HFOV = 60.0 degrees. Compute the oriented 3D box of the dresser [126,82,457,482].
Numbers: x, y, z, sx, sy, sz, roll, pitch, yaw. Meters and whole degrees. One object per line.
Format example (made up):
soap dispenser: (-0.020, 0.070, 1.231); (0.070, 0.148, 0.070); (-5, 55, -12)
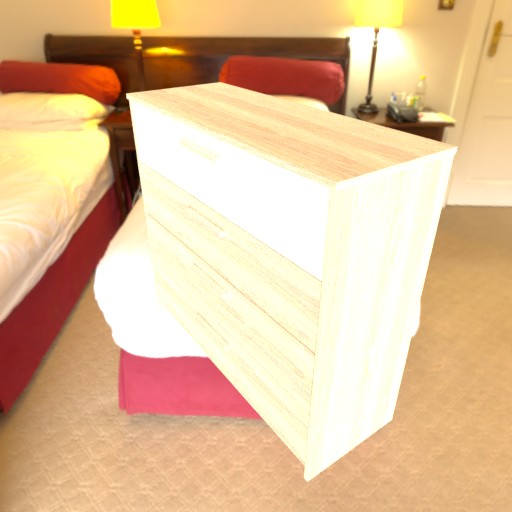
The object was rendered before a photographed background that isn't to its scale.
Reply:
dresser: (0.000, 0.000, 1.445); (0.380, 0.900, 0.980); (-20, 36, -30)
